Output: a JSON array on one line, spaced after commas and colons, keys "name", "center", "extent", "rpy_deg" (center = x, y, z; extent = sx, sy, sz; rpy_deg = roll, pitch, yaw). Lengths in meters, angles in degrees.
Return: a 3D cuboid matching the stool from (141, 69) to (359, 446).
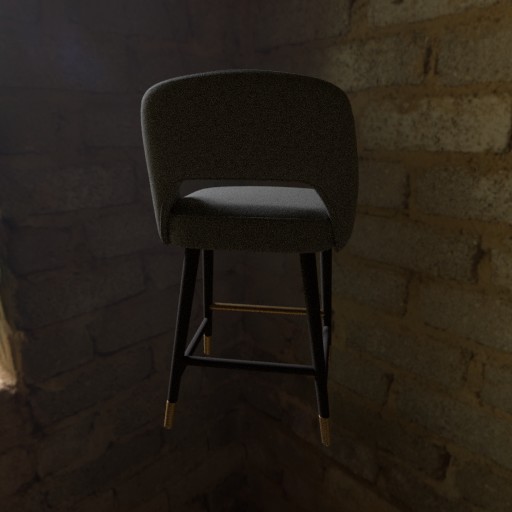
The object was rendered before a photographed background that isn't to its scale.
[{"name": "stool", "center": [0.000, 0.000, 1.253], "extent": [0.536, 0.925, 0.524], "rpy_deg": [3, 17, 9]}]
